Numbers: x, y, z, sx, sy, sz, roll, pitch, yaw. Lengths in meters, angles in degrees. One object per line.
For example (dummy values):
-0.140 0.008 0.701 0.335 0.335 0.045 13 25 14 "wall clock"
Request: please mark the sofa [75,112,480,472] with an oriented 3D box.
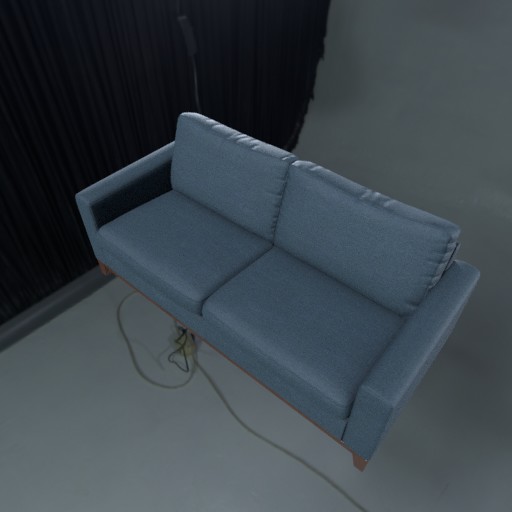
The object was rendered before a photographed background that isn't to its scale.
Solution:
0.000 0.000 2.284 1.900 0.865 0.877 30 52 27 "sofa"
